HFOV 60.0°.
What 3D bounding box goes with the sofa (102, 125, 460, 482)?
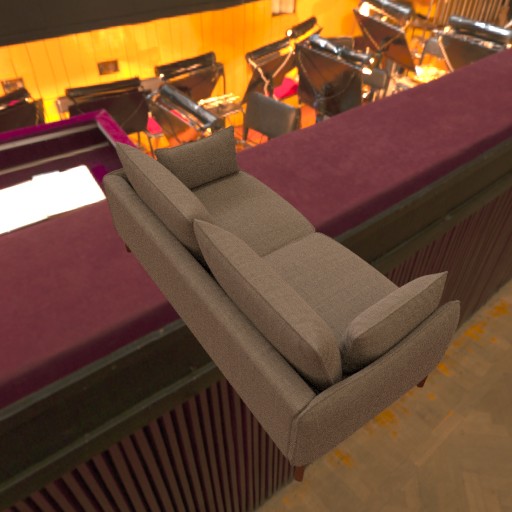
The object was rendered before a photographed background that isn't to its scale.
[{"bbox_3d":[0.000,0.000,2.437,0.972,0.851,1.989,-25,48,-25],"label":"sofa"}]
